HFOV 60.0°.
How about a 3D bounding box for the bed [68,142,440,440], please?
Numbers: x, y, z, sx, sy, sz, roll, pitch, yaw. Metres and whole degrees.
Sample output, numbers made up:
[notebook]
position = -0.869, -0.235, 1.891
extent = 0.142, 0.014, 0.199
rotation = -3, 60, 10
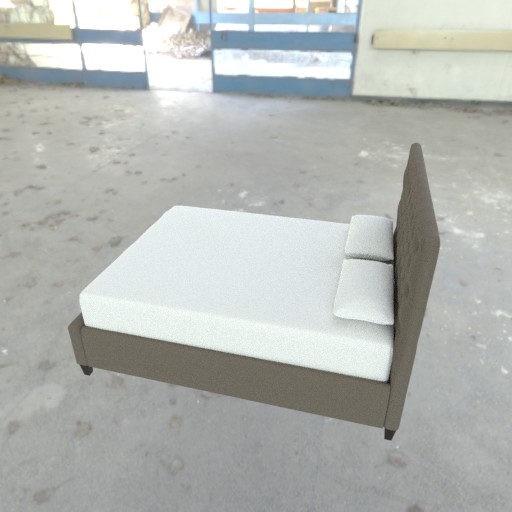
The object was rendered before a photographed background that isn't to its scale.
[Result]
[bed]
position = 0.000, 0.000, 3.330
extent = 2.233, 1.426, 1.696
rotation = 8, 31, 13
